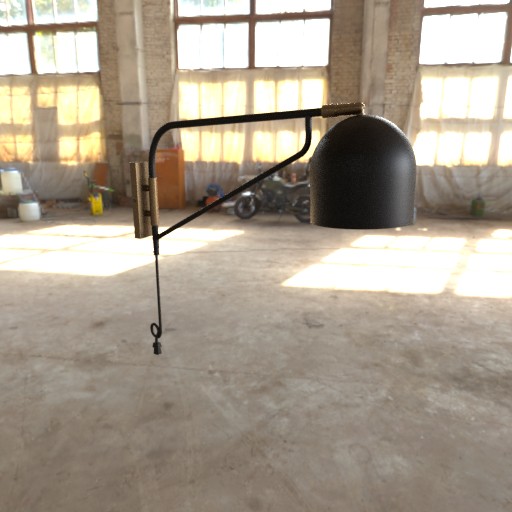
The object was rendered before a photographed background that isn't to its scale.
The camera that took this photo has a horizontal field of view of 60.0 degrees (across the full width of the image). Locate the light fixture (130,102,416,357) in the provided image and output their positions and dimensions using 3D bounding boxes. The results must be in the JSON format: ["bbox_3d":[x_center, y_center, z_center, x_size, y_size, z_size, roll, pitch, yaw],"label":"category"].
[{"bbox_3d":[0.000,0.000,1.088,0.720,0.696,0.215,8,16,28],"label":"light fixture"}]
